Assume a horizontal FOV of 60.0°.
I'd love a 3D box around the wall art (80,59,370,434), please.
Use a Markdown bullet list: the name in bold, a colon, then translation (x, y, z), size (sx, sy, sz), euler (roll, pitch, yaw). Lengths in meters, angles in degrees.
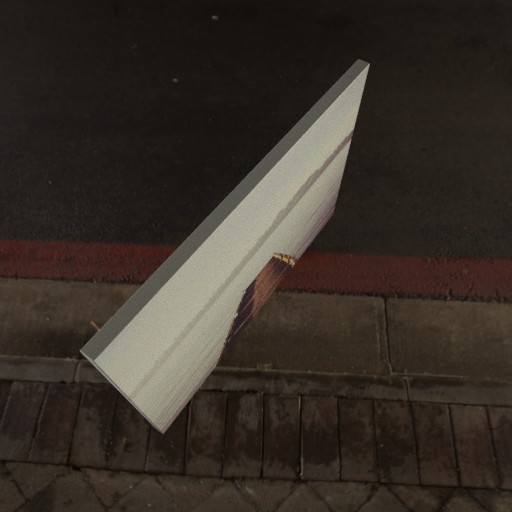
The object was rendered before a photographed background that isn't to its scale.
- **wall art**: translation (0.000, 0.000, 0.771), size (0.021, 0.410, 0.615), euler (31, 63, 18)
